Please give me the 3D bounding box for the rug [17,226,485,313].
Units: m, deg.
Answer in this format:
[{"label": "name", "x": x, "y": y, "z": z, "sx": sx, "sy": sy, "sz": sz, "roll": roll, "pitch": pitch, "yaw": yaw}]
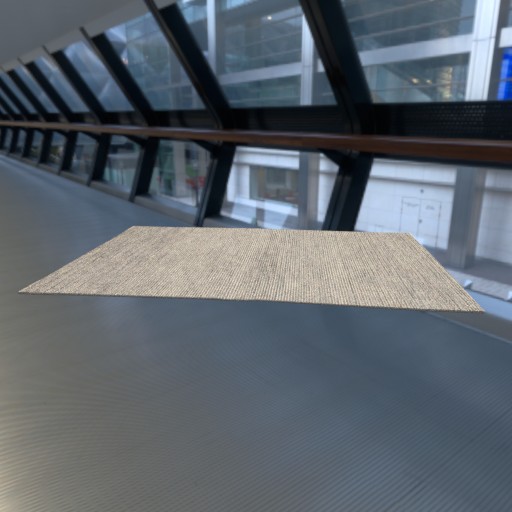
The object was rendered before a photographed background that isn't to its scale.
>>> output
[{"label": "rug", "x": 0.000, "y": 0.000, "z": 2.910, "sx": 2.307, "sy": 0.030, "sz": 1.604, "roll": 2, "pitch": 16, "yaw": 6}]
